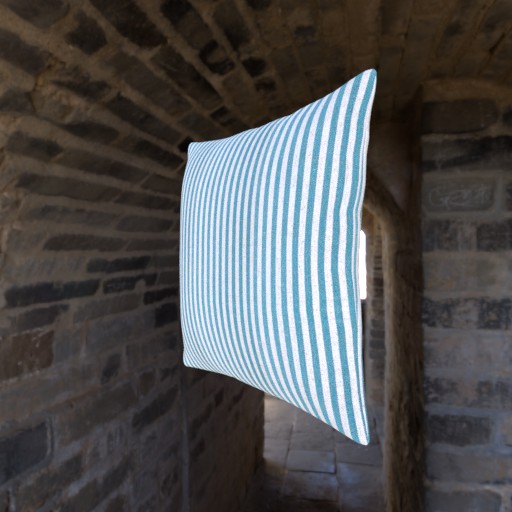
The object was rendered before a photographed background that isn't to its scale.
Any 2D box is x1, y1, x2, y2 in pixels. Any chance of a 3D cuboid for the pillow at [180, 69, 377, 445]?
[{"bbox_3d":[0.000,0.000,0.806,0.166,0.510,0.523,0,0,-37],"label":"pillow"}]
